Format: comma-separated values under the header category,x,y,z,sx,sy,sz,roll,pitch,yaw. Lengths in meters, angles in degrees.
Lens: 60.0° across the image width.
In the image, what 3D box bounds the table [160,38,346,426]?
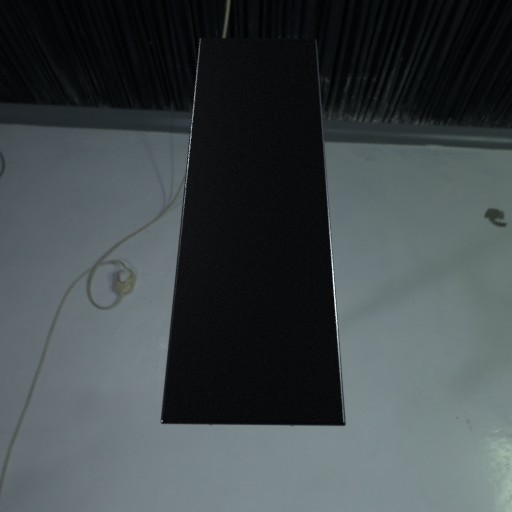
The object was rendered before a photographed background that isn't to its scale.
category,x,y,z,sx,sy,sz,roll,pitch,yaw
table,0.000,0.000,1.546,0.386,0.819,1.191,1,63,0
